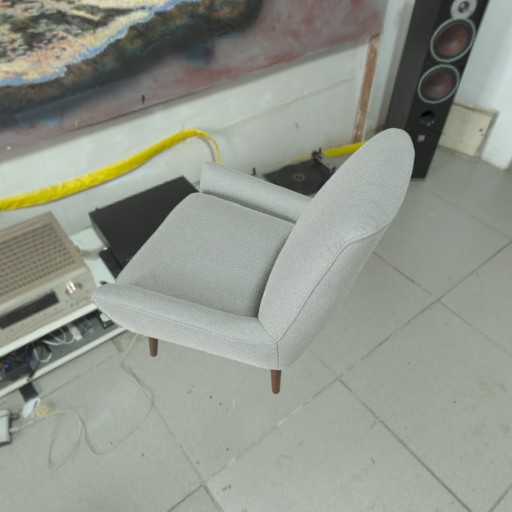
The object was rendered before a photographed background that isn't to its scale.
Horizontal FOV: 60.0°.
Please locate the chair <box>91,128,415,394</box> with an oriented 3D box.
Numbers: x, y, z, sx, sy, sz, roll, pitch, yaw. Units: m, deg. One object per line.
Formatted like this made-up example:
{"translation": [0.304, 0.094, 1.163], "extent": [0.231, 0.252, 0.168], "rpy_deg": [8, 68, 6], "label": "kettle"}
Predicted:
{"translation": [0.000, 0.000, 1.514], "extent": [0.822, 0.888, 0.787], "rpy_deg": [17, 48, 16], "label": "chair"}
